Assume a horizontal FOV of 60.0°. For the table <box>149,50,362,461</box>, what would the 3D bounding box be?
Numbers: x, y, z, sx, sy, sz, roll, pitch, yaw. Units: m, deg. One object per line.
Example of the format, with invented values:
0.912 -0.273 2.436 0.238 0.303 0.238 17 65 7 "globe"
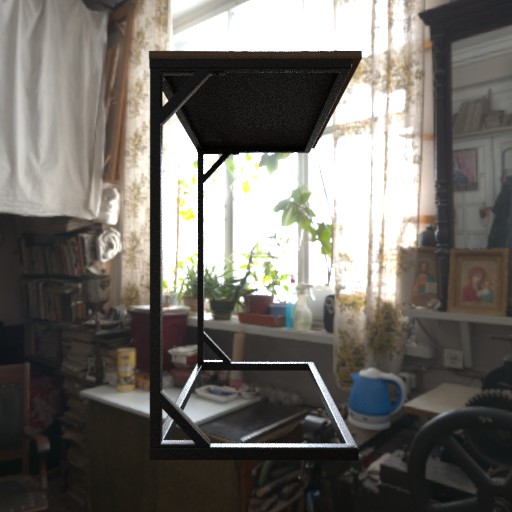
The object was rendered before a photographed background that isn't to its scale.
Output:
0.000 0.000 1.025 0.351 0.673 0.597 0 0 0 "table"
